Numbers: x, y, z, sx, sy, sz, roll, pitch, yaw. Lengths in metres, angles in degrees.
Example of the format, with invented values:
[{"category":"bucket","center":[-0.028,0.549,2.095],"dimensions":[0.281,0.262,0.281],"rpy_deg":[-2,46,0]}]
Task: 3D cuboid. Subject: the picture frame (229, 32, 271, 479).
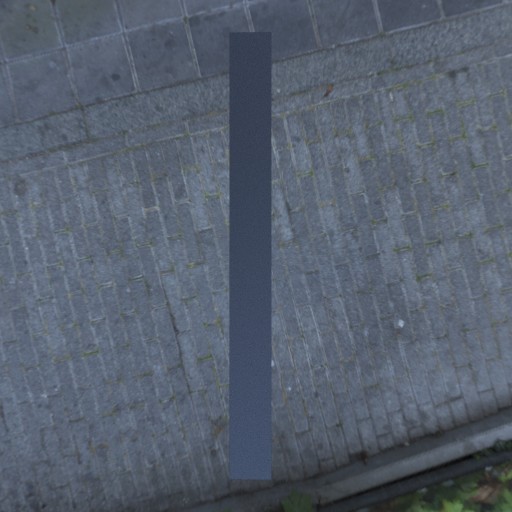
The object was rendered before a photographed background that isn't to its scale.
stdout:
[{"category":"picture frame","center":[0.000,0.000,0.473],"dimensions":[0.030,0.317,0.317],"rpy_deg":[0,90,1]}]
